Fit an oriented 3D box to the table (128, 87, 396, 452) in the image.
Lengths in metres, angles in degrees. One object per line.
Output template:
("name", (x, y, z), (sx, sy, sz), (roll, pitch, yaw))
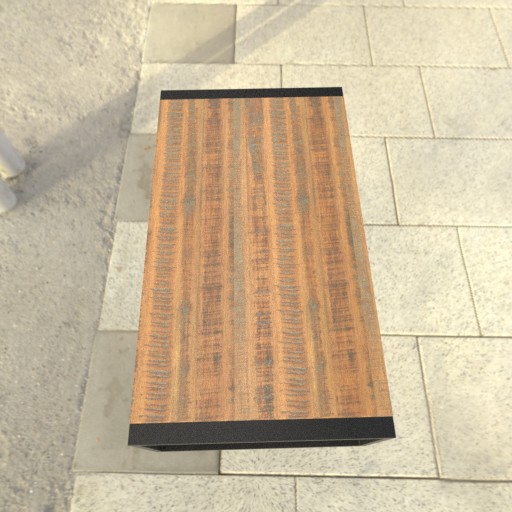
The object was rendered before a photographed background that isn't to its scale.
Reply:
("table", (0.000, 0.000, 1.712), (0.750, 0.400, 1.350), (-1, 64, -1))
